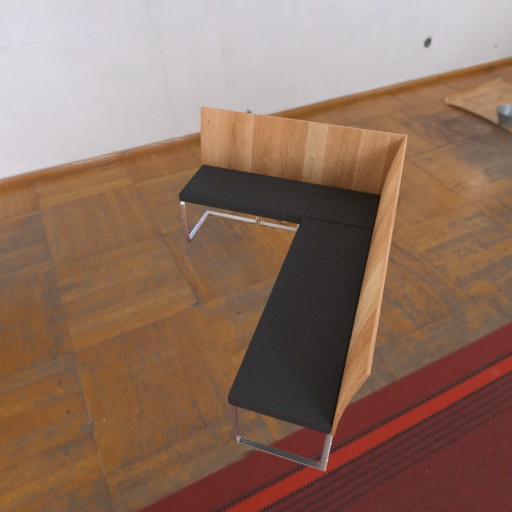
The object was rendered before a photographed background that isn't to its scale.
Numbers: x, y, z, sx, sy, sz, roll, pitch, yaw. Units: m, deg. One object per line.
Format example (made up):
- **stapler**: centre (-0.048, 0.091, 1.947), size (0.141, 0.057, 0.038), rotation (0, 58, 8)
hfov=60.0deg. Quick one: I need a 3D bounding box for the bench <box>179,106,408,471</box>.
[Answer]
- **bench**: centre (0.000, 0.000, 2.753), size (1.495, 0.930, 1.945), rotation (12, 43, 13)
